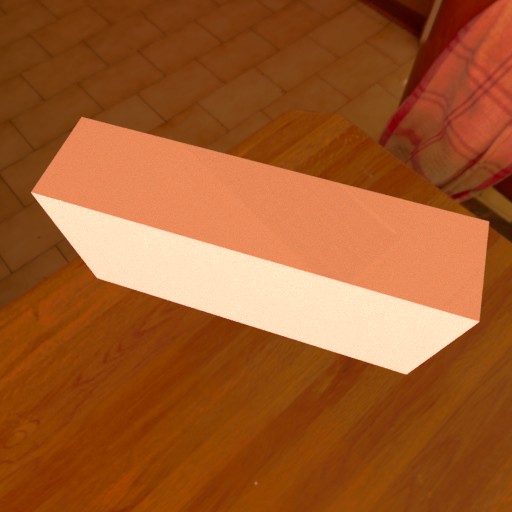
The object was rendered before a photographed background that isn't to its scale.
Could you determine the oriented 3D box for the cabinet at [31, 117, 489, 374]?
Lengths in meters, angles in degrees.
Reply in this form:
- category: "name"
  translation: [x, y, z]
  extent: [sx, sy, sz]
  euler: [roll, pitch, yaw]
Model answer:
- category: "cabinet"
  translation: [0.000, 0.000, 1.994]
  extent: [1.650, 0.800, 0.400]
  euler: [16, 64, 8]
